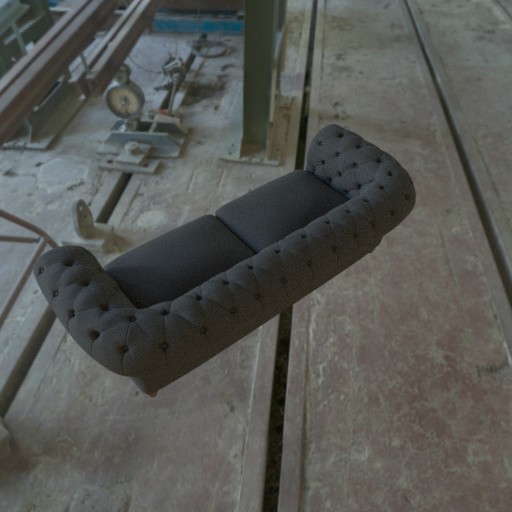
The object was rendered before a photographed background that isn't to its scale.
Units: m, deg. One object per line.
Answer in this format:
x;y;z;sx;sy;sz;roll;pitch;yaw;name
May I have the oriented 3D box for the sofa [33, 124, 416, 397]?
0.000;0.000;2.828;2.362;0.762;0.991;-30;53;-26;sofa
